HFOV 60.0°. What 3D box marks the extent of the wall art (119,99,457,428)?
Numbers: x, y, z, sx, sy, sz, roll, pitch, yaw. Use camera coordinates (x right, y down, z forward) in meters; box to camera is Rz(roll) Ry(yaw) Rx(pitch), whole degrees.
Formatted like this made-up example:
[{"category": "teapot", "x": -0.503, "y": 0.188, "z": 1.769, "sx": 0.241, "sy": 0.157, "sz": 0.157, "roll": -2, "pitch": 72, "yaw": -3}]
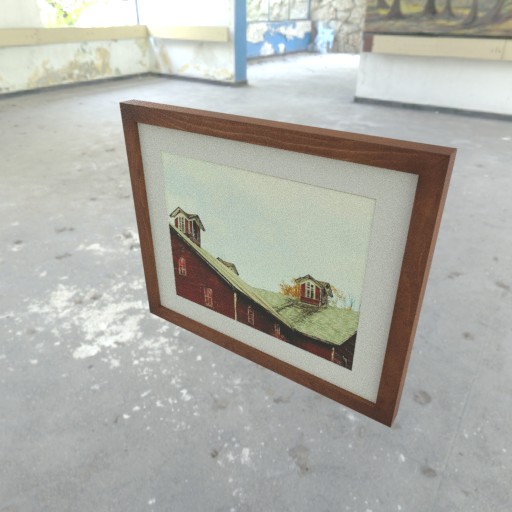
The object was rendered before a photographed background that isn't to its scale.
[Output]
[{"category": "wall art", "x": 0.000, "y": 0.000, "z": 0.765, "sx": 0.558, "sy": 0.457, "sz": 0.033, "roll": 19, "pitch": 34, "yaw": 29}]
